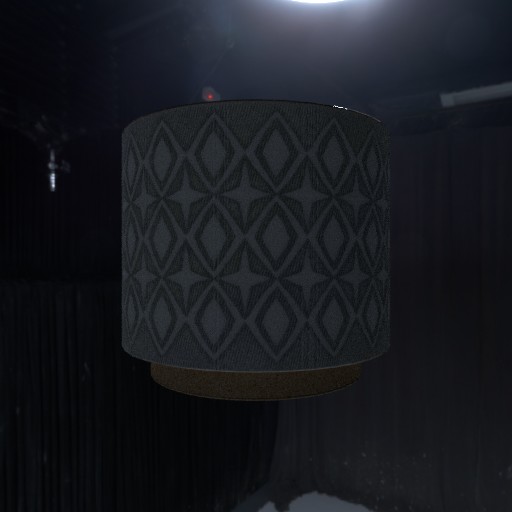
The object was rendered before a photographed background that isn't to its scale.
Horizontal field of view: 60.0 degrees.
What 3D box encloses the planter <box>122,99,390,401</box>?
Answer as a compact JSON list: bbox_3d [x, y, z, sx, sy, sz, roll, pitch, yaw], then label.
[{"bbox_3d":[0.000,0.000,0.440,0.255,0.223,0.255,0,0,0],"label":"planter"}]
